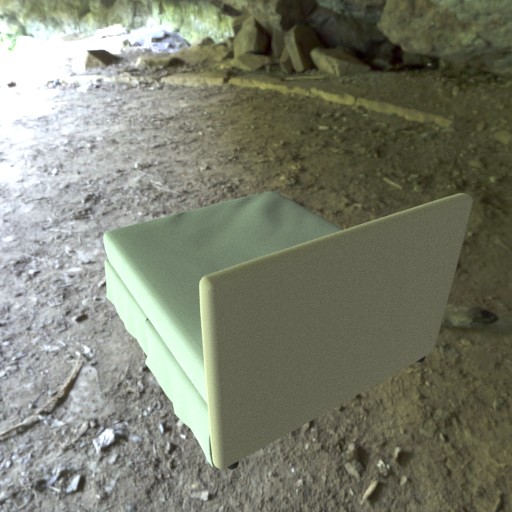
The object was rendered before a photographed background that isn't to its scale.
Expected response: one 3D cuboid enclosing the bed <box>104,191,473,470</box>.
[{"bbox_3d":[0.000,0.000,3.343,1.884,1.330,2.142,-18,35,-28],"label":"bed"}]
